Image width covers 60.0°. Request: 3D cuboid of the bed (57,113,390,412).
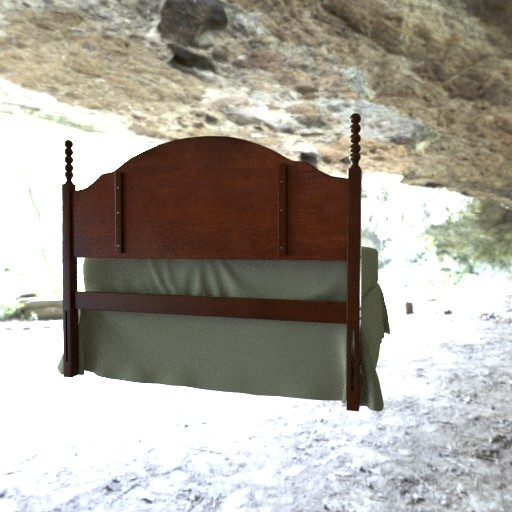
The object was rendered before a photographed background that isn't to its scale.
[{"bbox_3d":[0.000,0.000,3.214,1.873,1.356,2.040,1,2,19],"label":"bed"}]
